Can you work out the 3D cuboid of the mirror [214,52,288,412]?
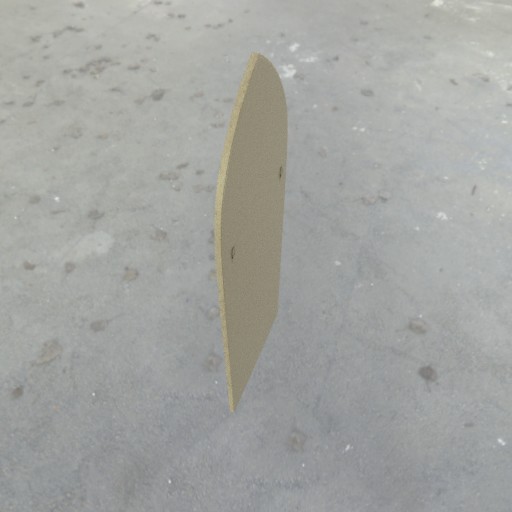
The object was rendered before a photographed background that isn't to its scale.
[{"bbox_3d":[0.000,0.000,1.304,0.025,1.175,0.464,16,49,14],"label":"mirror"}]
